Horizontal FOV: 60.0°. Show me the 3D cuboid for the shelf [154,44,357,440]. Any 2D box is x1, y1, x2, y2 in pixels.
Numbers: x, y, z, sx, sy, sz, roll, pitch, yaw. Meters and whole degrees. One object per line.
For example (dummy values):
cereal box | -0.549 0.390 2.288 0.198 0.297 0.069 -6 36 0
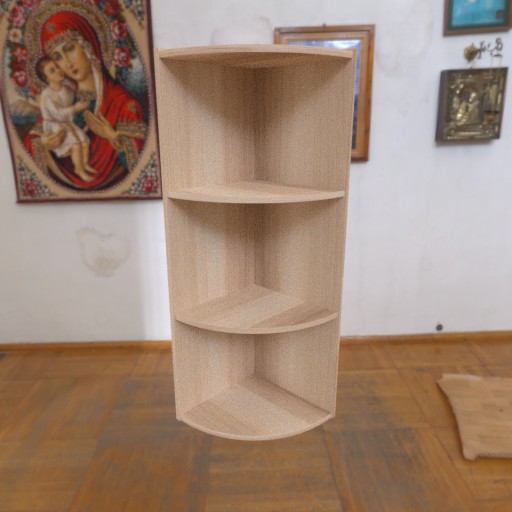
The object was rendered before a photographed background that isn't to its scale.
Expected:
shelf | 0.000 0.000 1.018 0.290 0.872 0.290 16 23 41
